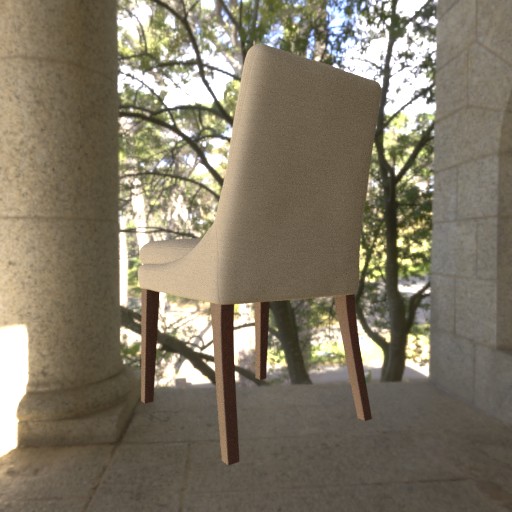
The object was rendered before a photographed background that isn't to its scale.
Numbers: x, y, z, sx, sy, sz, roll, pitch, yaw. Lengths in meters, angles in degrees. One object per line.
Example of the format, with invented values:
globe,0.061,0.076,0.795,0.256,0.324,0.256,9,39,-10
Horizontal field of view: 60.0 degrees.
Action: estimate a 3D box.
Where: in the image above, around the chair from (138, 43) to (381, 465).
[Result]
chair,0.000,0.000,1.314,0.515,0.940,0.638,0,1,-35
